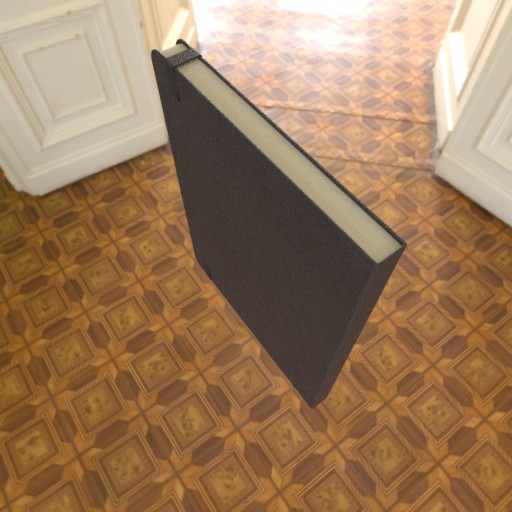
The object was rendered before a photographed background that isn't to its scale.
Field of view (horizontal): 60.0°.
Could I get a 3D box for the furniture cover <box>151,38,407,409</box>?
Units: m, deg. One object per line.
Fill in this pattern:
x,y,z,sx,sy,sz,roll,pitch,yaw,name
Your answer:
0.000,0.000,0.372,0.023,0.281,0.216,-32,63,-18,furniture cover
